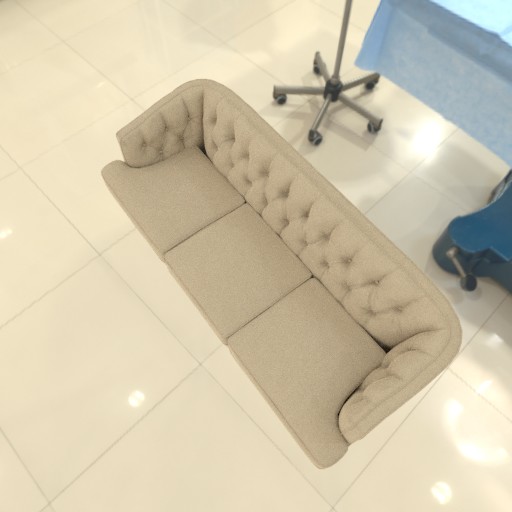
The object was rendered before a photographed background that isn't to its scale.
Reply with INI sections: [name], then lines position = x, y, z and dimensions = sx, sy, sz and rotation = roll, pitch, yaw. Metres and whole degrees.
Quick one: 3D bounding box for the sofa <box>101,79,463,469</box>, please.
[sofa]
position = 0.000, 0.000, 2.676
dimensions = 0.941, 0.855, 2.278
rotation = -34, 67, -17
